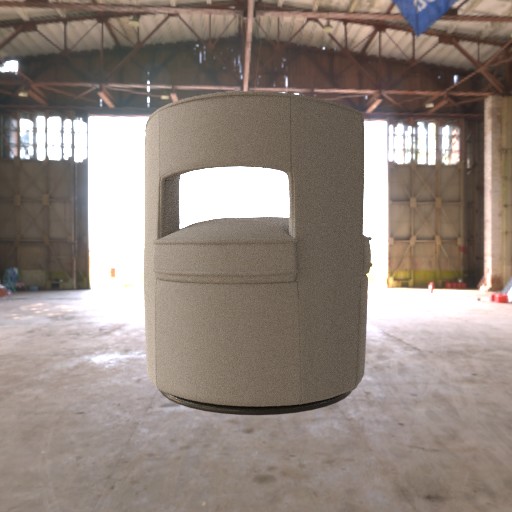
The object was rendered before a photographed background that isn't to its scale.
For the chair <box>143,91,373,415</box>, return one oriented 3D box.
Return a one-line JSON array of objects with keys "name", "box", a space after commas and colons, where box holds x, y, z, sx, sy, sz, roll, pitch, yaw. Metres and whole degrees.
[{"name": "chair", "box": [0.000, 0.000, 1.275, 0.650, 0.723, 0.665, 0, 0, 17]}]
